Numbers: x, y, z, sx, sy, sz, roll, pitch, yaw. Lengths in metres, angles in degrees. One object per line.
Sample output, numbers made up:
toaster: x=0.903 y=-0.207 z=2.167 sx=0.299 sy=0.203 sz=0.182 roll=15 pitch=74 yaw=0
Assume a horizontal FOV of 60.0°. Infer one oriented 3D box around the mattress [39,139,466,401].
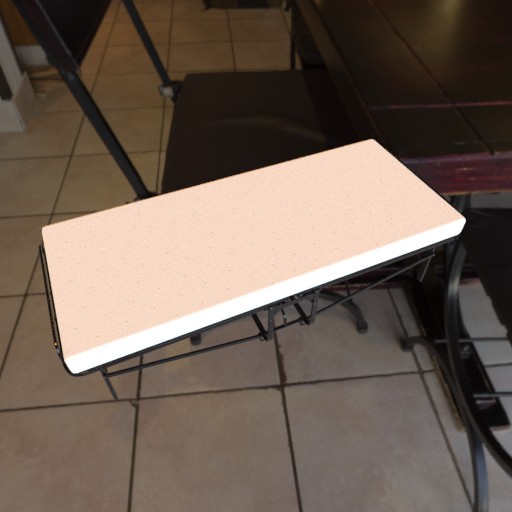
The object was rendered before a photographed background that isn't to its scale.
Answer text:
mattress: x=0.000 y=0.000 z=2.531 sx=2.153 sy=0.519 sz=0.922 roll=-18 pitch=49 yaw=-16
